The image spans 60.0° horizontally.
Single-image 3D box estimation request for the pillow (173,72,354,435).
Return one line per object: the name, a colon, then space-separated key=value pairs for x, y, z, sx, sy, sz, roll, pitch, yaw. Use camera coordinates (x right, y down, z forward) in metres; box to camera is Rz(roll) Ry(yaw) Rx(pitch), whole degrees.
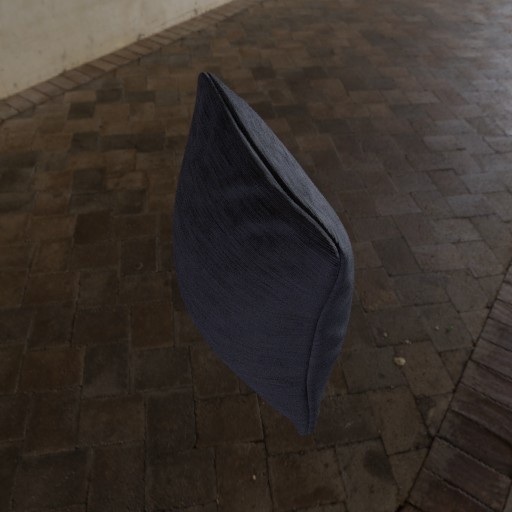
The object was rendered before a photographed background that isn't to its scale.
pillow: x=0.000 y=0.000 z=0.689 sx=0.246 sy=0.414 sz=0.432 roll=-16 pitch=48 yaw=-15
